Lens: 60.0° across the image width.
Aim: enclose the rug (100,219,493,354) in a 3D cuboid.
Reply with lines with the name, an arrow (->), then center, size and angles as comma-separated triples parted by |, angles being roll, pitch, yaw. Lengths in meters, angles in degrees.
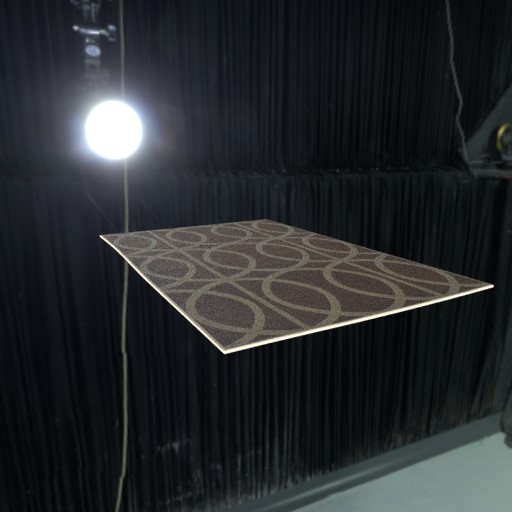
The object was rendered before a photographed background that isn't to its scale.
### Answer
rug -> 0.000, 0.000, 2.863 | 1.526, 0.014, 2.290 | -8, 16, -28
